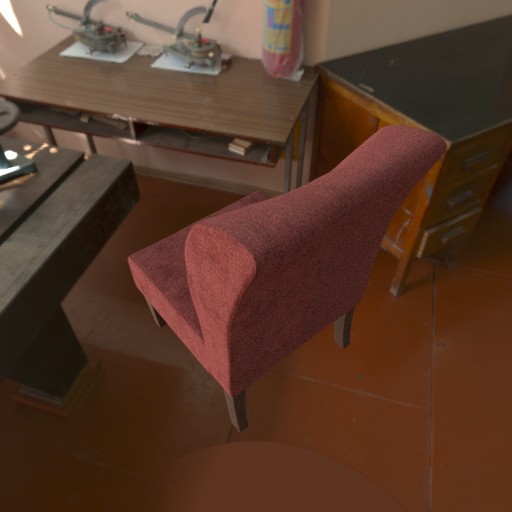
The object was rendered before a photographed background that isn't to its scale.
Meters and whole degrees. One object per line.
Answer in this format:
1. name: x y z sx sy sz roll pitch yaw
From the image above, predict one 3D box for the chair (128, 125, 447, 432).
1. chair: 0.000 0.000 1.256 0.538 0.846 0.640 -30 53 -26
